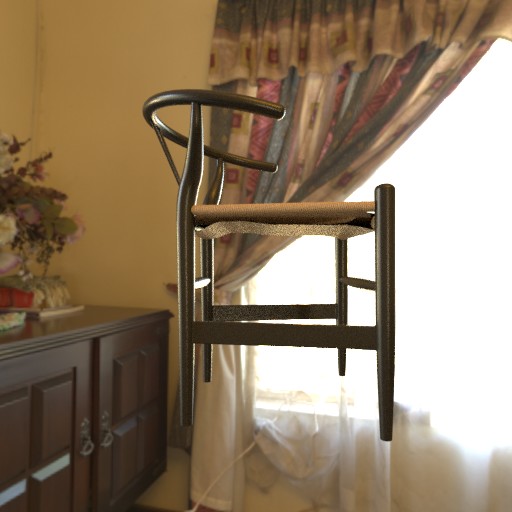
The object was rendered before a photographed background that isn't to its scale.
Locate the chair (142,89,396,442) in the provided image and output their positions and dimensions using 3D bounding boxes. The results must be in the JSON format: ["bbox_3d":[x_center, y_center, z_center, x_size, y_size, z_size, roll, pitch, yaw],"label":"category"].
[{"bbox_3d":[0.000,0.000,1.144,0.570,0.739,0.570,0,-1,1],"label":"chair"}]
